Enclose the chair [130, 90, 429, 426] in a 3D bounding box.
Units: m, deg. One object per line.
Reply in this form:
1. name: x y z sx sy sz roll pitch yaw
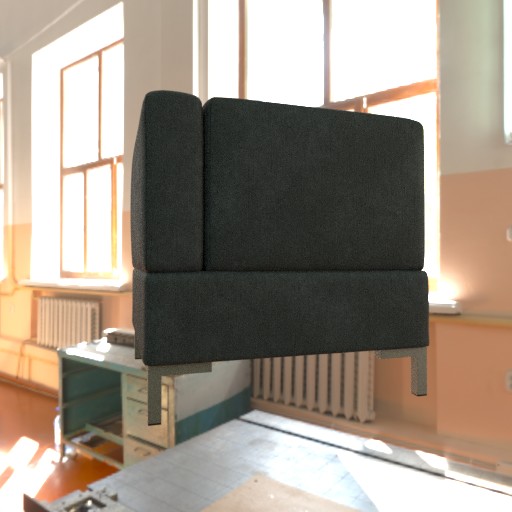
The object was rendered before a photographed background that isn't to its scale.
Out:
1. chair: 0.000 0.000 1.255 0.680 0.660 0.680 0 -1 -18
